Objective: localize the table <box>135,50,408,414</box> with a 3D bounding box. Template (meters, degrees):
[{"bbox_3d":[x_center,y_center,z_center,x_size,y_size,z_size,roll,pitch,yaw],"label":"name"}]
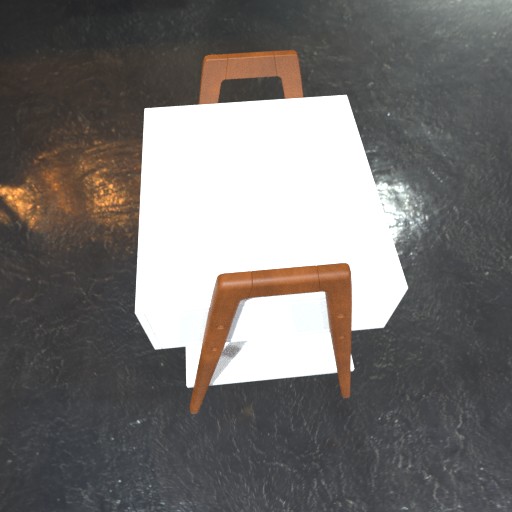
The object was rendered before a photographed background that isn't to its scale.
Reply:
[{"bbox_3d":[0.000,0.000,0.903,0.405,0.610,0.457,-5,58,-3],"label":"table"}]
